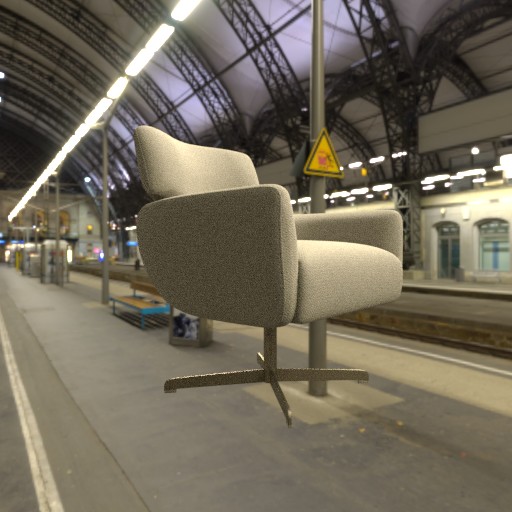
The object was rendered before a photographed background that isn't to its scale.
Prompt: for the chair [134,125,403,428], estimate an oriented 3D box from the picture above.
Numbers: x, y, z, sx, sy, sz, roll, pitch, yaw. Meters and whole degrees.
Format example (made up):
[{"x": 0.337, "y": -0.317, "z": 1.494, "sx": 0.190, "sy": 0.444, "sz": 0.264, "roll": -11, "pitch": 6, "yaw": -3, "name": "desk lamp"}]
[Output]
[{"x": 0.000, "y": 0.000, "z": 1.396, "sx": 0.730, "sy": 0.810, "sz": 0.760, "roll": 0, "pitch": 0, "yaw": 37, "name": "chair"}]
